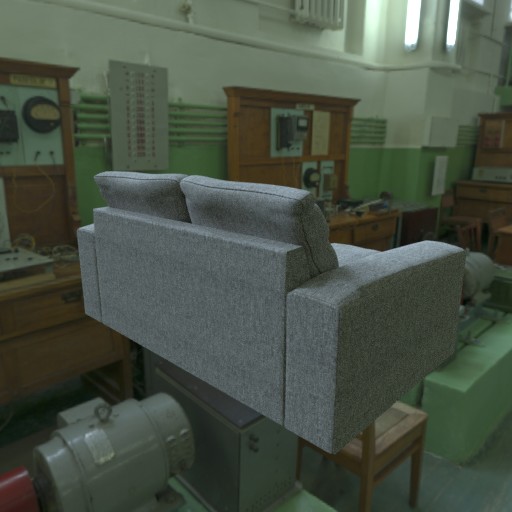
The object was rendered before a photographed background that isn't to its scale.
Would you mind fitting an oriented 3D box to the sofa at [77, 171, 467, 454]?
[{"bbox_3d":[0.000,0.000,2.299,1.758,0.877,1.094,14,20,42],"label":"sofa"}]
